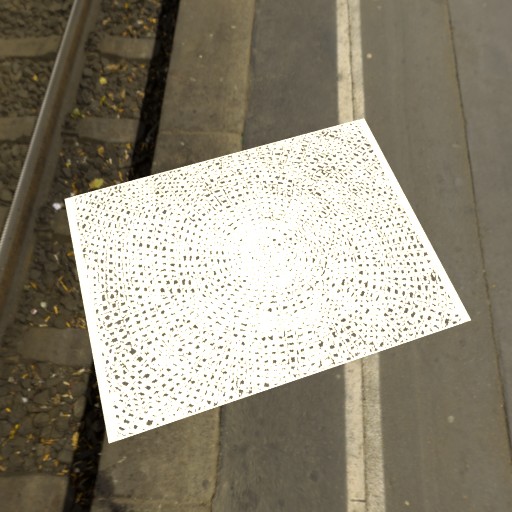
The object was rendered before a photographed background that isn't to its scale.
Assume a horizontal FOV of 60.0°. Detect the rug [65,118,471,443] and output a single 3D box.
[{"bbox_3d":[0.000,0.000,2.106,1.634,0.003,1.190,-17,68,-7],"label":"rug"}]
